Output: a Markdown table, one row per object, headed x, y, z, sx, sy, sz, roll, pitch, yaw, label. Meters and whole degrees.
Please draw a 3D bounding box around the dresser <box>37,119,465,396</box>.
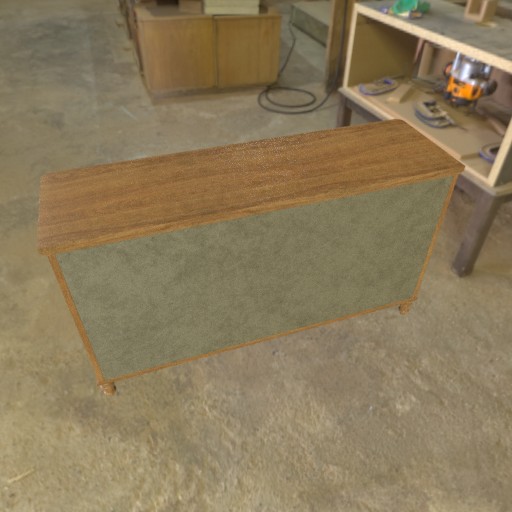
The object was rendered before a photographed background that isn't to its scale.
| x | y | z | sx | sy | sz | roll | pitch | yaw | label |
| --- | --- | --- | --- | --- | --- | --- | --- | --- | --- |
| 0.000 | 0.000 | 2.016 | 1.583 | 0.892 | 0.468 | -12 | 43 | -14 | dresser |
